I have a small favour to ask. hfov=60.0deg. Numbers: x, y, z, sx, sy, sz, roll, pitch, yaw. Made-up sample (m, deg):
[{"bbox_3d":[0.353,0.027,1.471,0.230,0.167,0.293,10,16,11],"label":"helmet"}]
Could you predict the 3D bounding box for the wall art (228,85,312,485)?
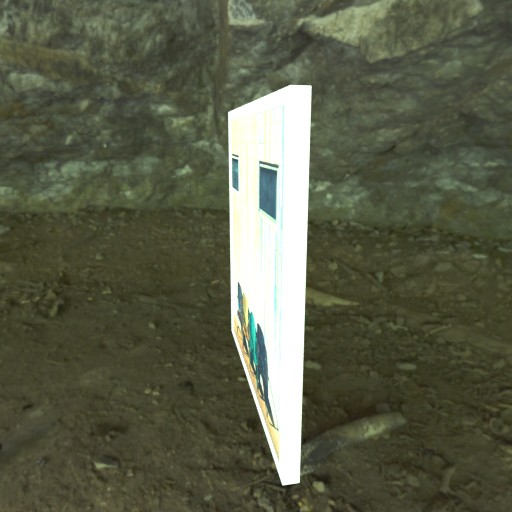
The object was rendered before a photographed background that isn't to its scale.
[{"bbox_3d":[0.000,0.000,1.163,0.036,0.760,0.760,-3,15,-10],"label":"wall art"}]
